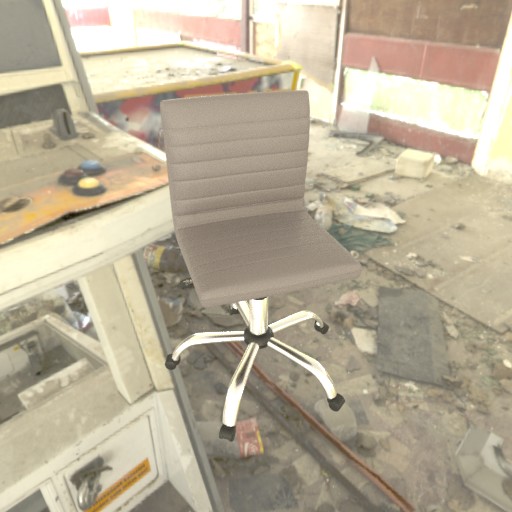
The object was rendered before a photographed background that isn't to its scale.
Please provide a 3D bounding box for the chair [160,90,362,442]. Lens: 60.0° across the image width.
[{"bbox_3d":[0.000,0.000,1.195,0.556,0.780,0.530,-10,33,-15],"label":"chair"}]
